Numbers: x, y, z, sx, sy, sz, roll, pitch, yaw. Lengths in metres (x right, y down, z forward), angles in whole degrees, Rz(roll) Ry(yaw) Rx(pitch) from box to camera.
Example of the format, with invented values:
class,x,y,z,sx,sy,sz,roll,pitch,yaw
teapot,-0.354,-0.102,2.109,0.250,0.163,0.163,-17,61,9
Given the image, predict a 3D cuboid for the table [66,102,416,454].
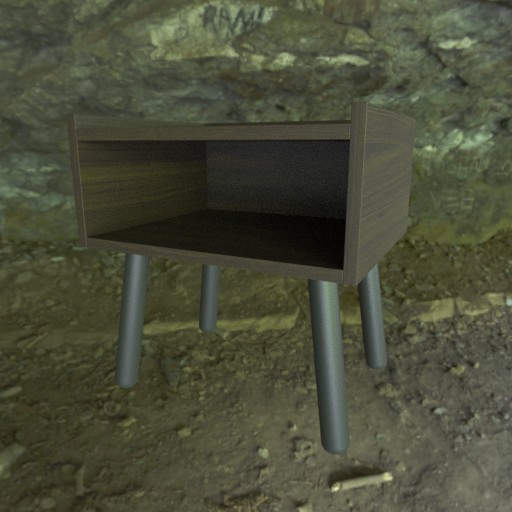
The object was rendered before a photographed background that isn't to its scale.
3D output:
class,x,y,z,sx,sy,sz,roll,pitch,yaw
table,0.000,0.000,0.783,0.450,0.470,0.370,7,16,26
